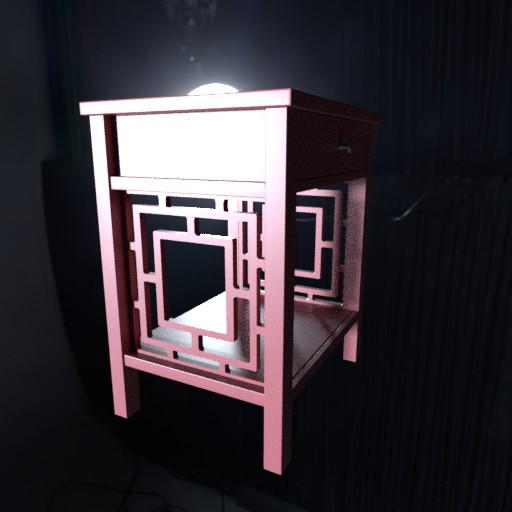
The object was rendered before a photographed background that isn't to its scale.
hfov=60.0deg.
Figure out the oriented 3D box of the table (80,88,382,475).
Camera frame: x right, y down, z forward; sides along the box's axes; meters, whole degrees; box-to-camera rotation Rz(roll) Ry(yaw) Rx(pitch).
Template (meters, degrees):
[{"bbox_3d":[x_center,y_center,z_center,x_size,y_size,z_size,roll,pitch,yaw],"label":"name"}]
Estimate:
[{"bbox_3d":[0.000,0.000,1.086,0.451,0.686,0.599,7,15,27],"label":"table"}]
